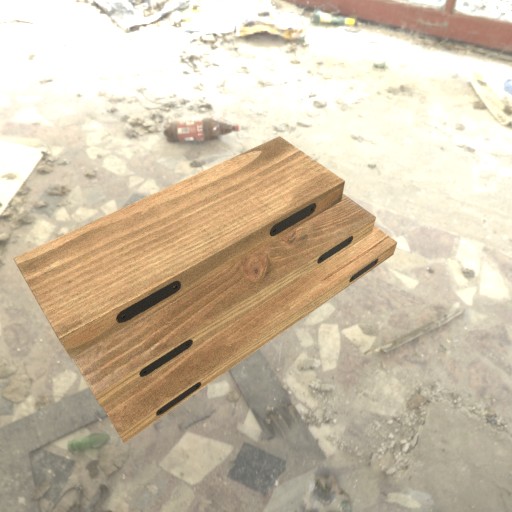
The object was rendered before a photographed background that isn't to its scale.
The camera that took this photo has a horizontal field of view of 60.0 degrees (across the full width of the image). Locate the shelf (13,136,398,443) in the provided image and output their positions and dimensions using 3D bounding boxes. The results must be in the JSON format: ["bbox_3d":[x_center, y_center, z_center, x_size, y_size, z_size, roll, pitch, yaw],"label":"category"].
[{"bbox_3d":[0.000,0.000,0.713,0.610,0.293,0.140,-30,55,-24],"label":"shelf"}]
